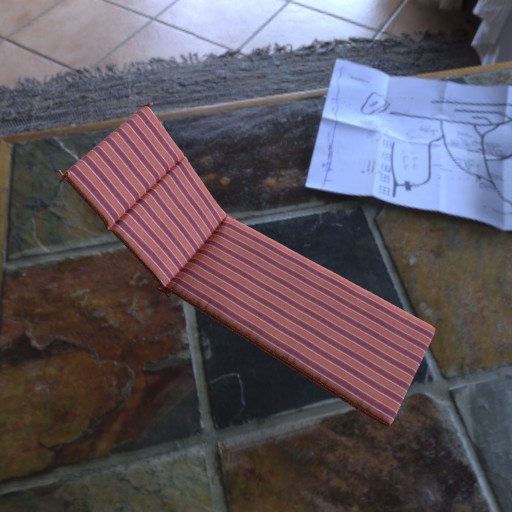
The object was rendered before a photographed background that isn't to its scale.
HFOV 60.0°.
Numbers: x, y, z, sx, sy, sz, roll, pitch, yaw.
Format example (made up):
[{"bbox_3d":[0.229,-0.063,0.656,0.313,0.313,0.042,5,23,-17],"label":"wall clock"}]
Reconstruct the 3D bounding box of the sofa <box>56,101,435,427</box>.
[{"bbox_3d":[0.000,0.000,1.961,1.663,0.622,0.582,29,63,17],"label":"sofa"}]
